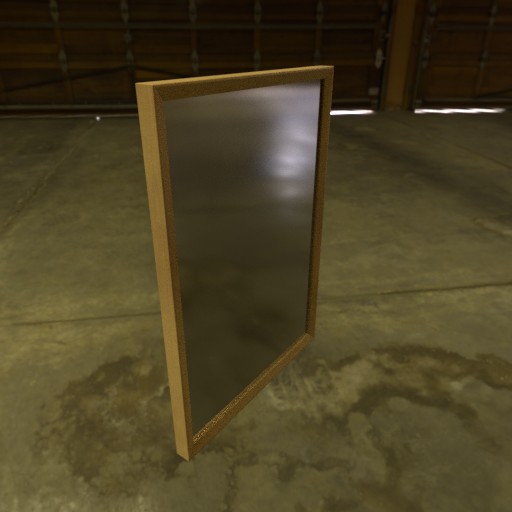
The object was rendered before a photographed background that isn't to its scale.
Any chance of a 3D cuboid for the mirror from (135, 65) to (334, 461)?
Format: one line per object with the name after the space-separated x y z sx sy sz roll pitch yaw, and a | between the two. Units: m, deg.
0.000 0.000 0.927 0.039 0.710 0.507 18 32 32 | mirror
